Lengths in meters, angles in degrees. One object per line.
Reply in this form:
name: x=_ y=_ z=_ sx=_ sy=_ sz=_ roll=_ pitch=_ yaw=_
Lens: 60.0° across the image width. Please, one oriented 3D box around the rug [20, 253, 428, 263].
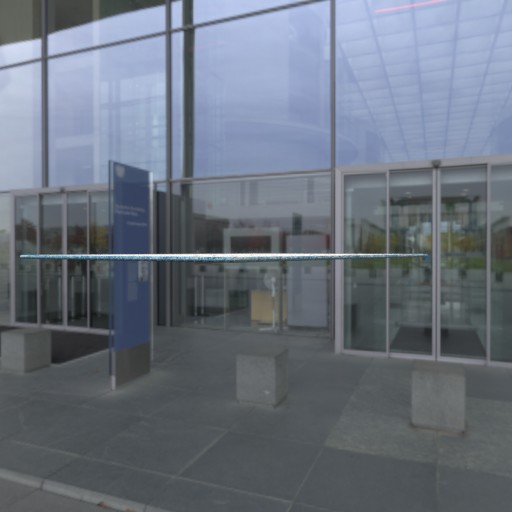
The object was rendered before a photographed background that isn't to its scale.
rug: x=0.000 y=0.000 z=2.307 sx=1.219 sy=0.016 sz=1.829 roll=0 pitch=1 yaw=37
